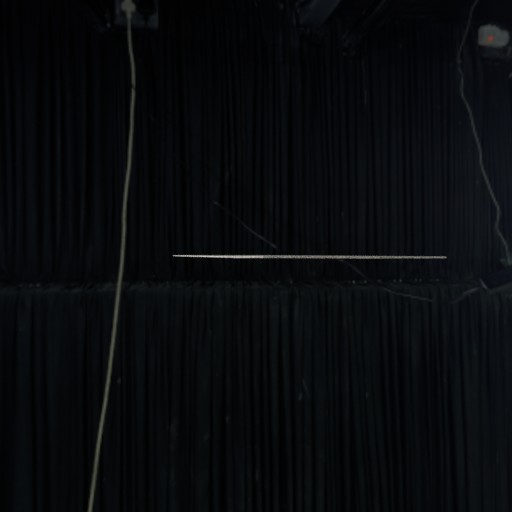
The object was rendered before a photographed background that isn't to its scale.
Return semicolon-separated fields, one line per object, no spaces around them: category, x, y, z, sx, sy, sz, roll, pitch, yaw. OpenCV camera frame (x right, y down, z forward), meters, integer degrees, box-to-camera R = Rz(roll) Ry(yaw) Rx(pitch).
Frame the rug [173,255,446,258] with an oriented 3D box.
rug;0.000;0.000;2.666;0.706;0.009;2.443;0;0;-17
